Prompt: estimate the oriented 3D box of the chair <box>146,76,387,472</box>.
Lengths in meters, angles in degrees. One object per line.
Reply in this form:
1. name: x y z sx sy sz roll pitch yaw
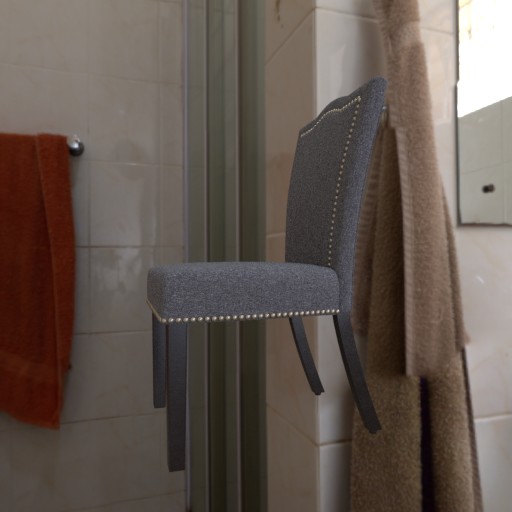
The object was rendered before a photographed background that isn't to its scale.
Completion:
1. chair: 0.000 0.000 1.271 0.589 0.946 0.518 0 0 -17
